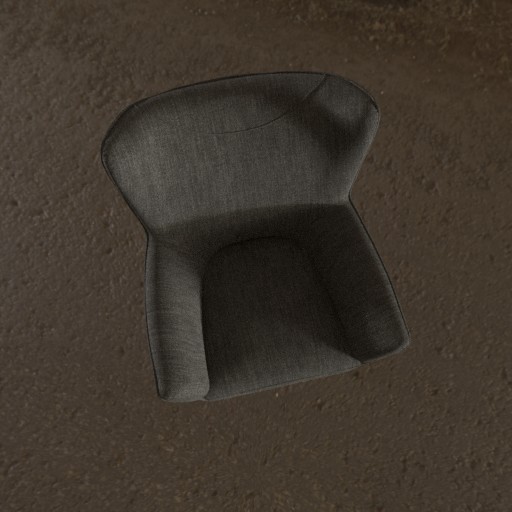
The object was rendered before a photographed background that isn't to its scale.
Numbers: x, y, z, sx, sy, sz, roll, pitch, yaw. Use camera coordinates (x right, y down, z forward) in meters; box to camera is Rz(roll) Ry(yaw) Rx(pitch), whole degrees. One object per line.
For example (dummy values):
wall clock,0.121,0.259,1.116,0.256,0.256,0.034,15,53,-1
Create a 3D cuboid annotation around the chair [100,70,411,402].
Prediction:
chair,0.000,0.000,1.547,0.781,0.933,0.888,-11,64,-5
